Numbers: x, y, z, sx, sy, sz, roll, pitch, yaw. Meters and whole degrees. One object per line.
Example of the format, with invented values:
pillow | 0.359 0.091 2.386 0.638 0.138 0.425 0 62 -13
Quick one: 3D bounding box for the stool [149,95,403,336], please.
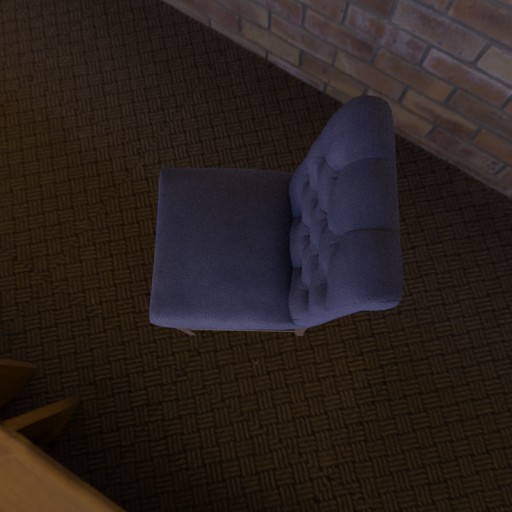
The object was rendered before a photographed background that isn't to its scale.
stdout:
stool | 0.000 0.000 1.450 0.601 1.140 0.493 1 76 0
